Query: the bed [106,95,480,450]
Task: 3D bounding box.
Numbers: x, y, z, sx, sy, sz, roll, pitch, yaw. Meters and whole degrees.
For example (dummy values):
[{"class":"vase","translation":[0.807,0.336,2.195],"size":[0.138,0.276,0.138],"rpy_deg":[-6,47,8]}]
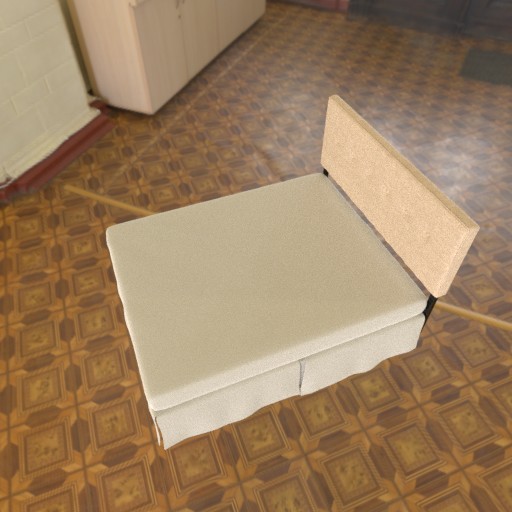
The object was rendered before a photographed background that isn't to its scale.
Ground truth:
[{"class":"bed","translation":[0.000,0.000,3.101],"size":[1.978,1.270,1.643],"rpy_deg":[-17,50,-15]}]
